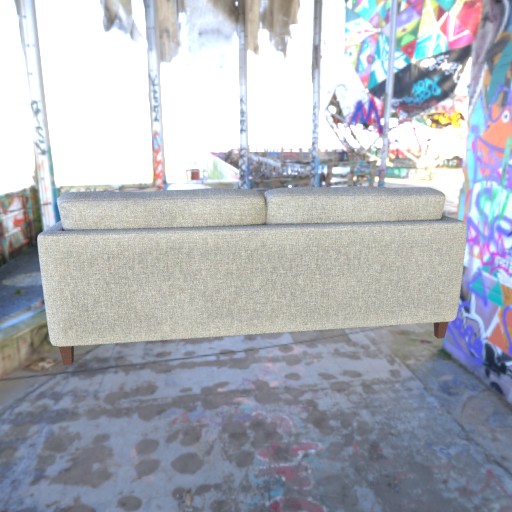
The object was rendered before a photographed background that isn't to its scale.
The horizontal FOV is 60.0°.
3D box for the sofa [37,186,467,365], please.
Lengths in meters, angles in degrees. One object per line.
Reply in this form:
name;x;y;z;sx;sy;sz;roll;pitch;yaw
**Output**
sofa;0.000;0.000;2.942;2.434;0.951;0.948;-2;14;-9
